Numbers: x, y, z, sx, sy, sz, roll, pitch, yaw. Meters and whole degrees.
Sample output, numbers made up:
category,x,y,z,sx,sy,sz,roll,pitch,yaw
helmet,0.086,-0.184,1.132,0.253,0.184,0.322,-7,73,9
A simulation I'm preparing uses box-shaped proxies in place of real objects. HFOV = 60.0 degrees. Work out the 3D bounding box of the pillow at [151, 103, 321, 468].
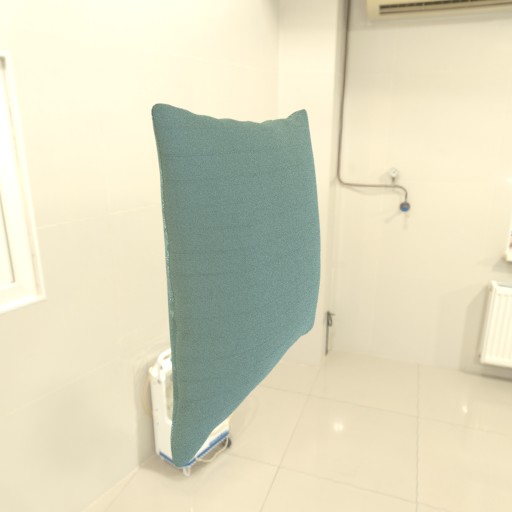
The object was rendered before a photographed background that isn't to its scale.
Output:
category,x,y,z,sx,sy,sz,roll,pitch,yaw
pillow,0.000,0.000,0.721,0.175,0.464,0.470,8,19,25
